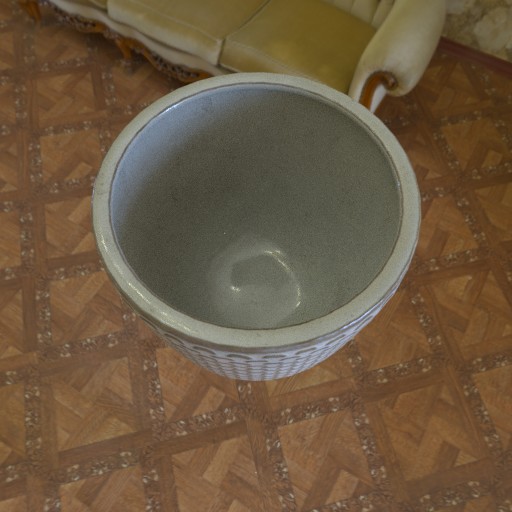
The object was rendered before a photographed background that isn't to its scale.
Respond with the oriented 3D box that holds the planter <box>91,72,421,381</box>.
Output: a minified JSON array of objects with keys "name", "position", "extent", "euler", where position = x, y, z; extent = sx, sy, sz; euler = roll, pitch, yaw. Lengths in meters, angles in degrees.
[{"name":"planter","position":[0.000,0.000,0.243],"extent":[0.139,0.130,0.139],"euler":[0,64,0]}]
